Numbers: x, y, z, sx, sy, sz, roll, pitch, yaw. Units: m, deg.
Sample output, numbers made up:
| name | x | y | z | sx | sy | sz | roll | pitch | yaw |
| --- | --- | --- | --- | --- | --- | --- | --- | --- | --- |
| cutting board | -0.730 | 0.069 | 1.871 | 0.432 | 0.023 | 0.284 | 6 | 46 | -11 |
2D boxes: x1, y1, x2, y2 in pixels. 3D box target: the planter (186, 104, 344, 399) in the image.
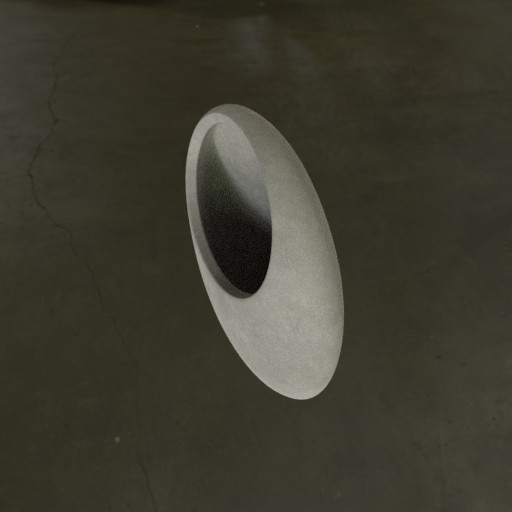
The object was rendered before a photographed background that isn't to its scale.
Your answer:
| name | x | y | z | sx | sy | sz | roll | pitch | yaw |
| --- | --- | --- | --- | --- | --- | --- | --- | --- | --- |
| planter | 0.000 | 0.000 | 0.288 | 0.071 | 0.188 | 0.185 | -16 | 48 | -15 |
